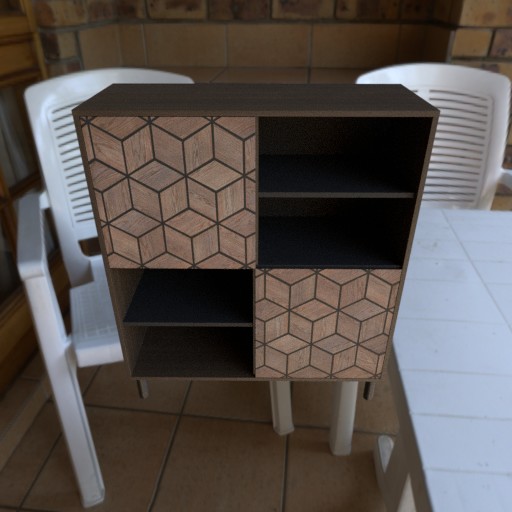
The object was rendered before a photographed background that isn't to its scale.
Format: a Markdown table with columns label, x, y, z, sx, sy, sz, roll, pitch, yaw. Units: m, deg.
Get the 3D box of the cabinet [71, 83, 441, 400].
| label | x | y | z | sx | sy | sz | roll | pitch | yaw |
| --- | --- | --- | --- | --- | --- | --- | --- | --- | --- |
| cabinet | 0.000 | 0.000 | 1.684 | 1.010 | 1.170 | 0.400 | 0 | 31 | 0 |
